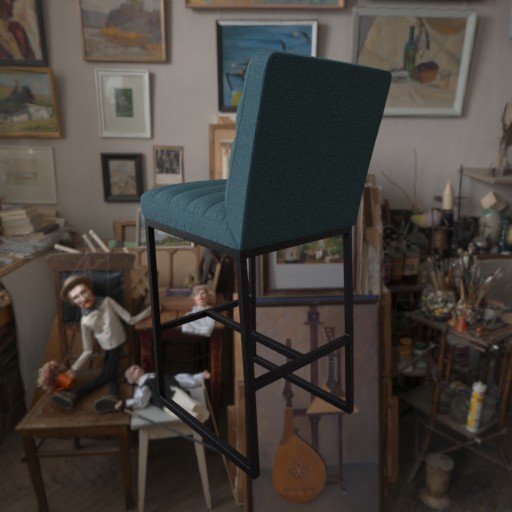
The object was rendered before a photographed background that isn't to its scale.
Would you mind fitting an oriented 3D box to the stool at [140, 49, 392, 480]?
[{"bbox_3d":[0.000,0.000,1.326,0.460,1.040,0.560,-14,20,-41],"label":"stool"}]
